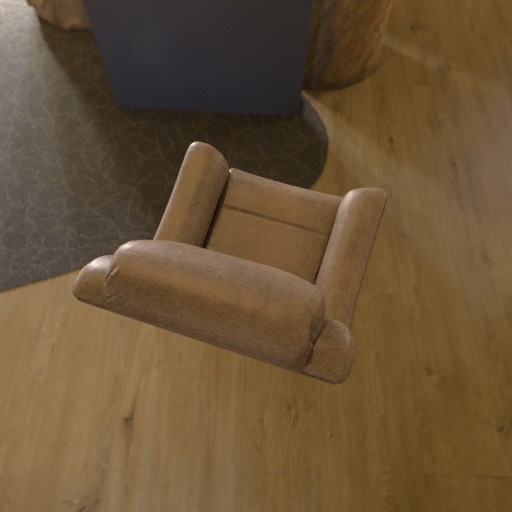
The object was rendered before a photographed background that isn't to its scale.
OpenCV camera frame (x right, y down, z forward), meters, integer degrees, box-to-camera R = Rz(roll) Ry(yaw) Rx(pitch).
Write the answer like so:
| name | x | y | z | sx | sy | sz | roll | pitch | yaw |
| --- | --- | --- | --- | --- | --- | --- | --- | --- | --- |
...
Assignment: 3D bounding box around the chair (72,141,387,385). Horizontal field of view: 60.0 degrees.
| name | x | y | z | sx | sy | sz | roll | pitch | yaw |
| --- | --- | --- | --- | --- | --- | --- | --- | --- | --- |
| chair | 0.000 | 0.000 | 1.920 | 0.965 | 1.116 | 1.068 | 16 | 64 | 8 |
